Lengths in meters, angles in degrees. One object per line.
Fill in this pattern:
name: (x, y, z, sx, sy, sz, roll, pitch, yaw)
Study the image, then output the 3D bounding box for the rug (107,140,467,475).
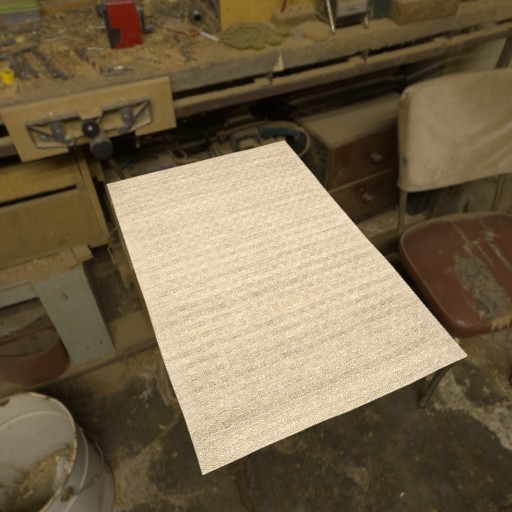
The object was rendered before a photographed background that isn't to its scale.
rug: (0.000, 0.000, 2.924, 1.532, 0.018, 2.297, -18, 50, -16)
